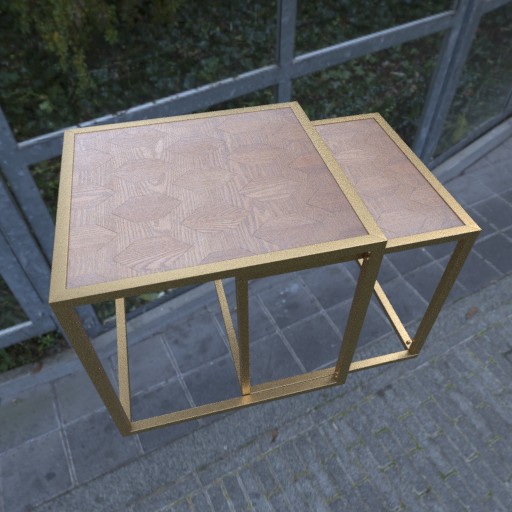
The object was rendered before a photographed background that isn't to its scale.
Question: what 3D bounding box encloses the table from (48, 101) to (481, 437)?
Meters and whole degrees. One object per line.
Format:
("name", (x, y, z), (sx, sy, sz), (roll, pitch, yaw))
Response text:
("table", (0.000, 0.000, 1.070), (0.762, 0.505, 0.505), (-10, 47, -10))
